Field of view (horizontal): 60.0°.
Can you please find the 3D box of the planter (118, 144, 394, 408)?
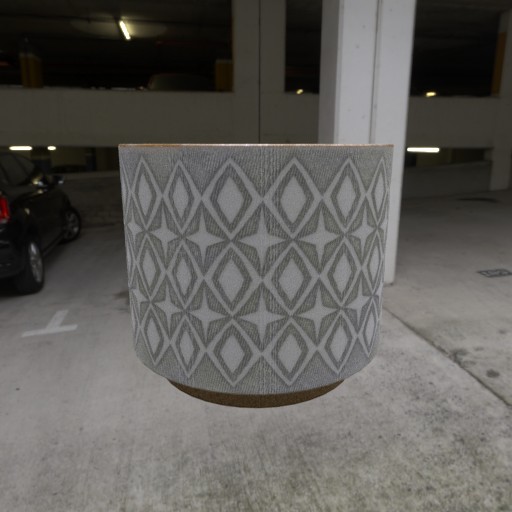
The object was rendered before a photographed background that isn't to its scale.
[{"bbox_3d":[0.000,0.000,0.455,0.255,0.223,0.255,0,14,0],"label":"planter"}]
